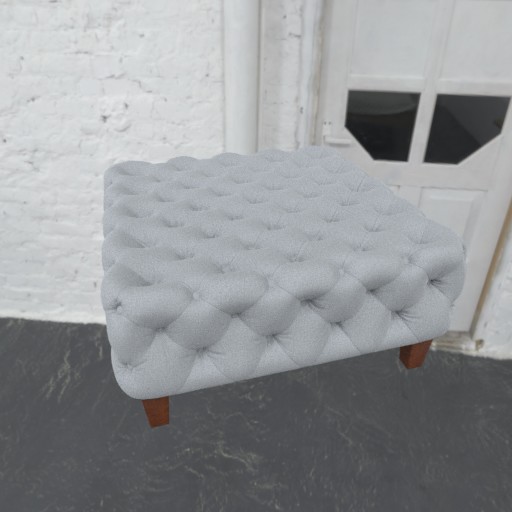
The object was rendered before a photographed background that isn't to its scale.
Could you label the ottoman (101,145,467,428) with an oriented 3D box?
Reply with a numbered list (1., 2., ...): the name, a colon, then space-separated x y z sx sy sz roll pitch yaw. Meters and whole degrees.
1. ottoman: 0.000 0.000 1.192 0.764 0.365 0.758 -8 32 -14
